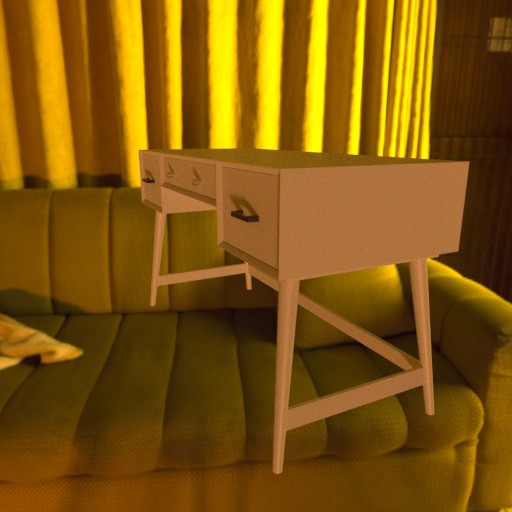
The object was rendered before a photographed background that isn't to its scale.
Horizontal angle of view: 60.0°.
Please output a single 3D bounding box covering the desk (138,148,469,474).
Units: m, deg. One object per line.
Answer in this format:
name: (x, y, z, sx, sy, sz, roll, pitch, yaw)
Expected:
desk: (0.000, 0.000, 1.699, 0.589, 0.762, 1.313, -8, 17, -26)
